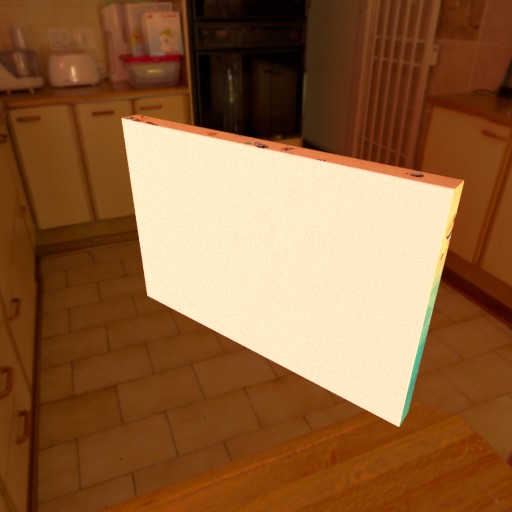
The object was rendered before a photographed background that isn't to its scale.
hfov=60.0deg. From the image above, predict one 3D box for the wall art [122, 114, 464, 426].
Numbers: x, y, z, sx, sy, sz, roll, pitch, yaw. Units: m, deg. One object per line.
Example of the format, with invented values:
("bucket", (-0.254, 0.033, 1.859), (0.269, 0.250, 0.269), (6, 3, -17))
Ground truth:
("wall art", (0.000, 0.000, 0.787), (0.609, 0.406, 0.039), (21, 36, 32))
